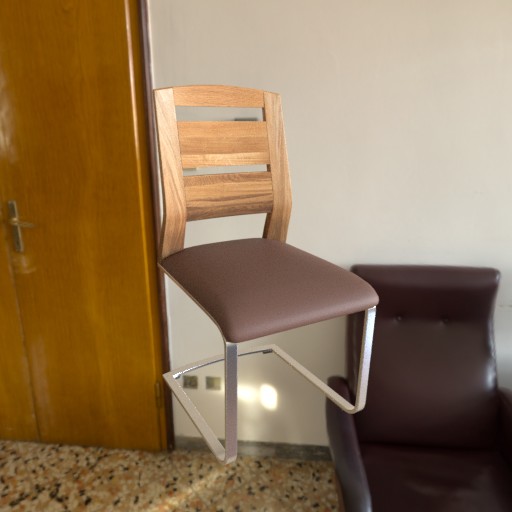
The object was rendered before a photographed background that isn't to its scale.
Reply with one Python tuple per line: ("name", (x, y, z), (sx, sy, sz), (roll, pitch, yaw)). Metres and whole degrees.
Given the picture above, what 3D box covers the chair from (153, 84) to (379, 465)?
("chair", (0.000, 0.000, 1.297), (0.460, 0.970, 0.570), (-9, 19, -28))
